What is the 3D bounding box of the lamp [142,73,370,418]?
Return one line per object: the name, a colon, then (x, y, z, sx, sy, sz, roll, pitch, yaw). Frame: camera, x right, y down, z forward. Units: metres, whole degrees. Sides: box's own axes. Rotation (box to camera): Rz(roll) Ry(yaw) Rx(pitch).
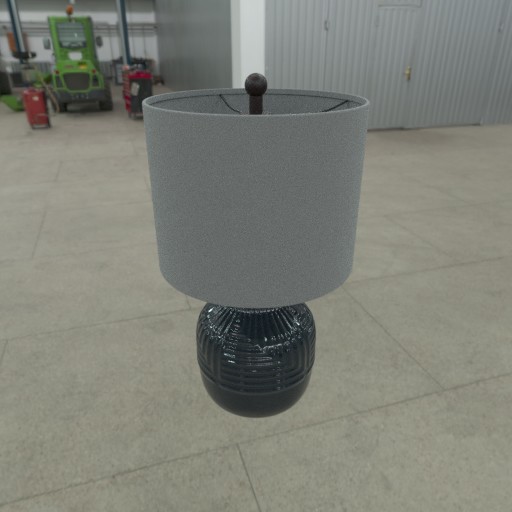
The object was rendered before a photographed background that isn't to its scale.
lamp: (0.000, 0.000, 0.742, 0.318, 0.567, 0.318, 0, 26, 0)
